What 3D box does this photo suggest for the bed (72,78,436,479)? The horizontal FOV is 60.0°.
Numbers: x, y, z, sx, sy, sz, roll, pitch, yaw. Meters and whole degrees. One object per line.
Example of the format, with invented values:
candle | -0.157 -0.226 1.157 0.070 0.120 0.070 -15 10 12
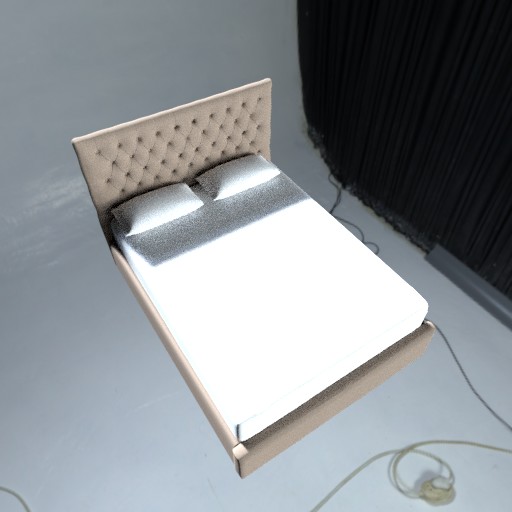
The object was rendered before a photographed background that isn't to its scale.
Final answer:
bed | 0.000 0.000 3.314 1.696 1.426 2.233 -26 53 -21
